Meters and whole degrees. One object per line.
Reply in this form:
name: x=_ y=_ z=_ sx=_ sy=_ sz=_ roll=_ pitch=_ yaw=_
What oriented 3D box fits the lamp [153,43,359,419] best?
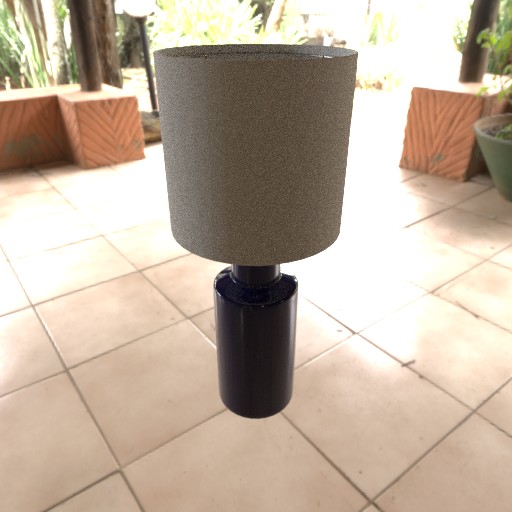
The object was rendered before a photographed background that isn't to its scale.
lamp: x=0.000 y=0.000 z=0.584 sx=0.212 sy=0.493 sz=0.212 roll=-21 pitch=35 yaw=-33
